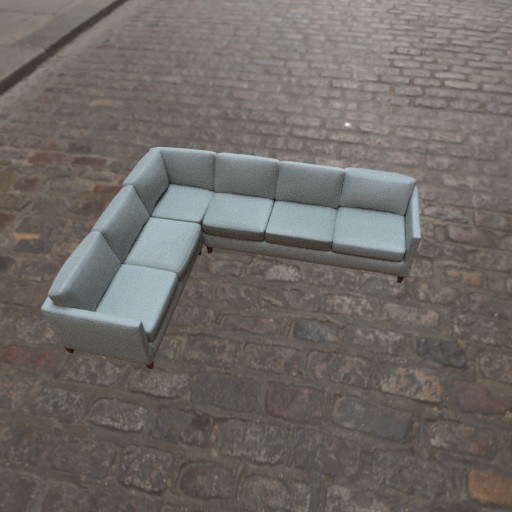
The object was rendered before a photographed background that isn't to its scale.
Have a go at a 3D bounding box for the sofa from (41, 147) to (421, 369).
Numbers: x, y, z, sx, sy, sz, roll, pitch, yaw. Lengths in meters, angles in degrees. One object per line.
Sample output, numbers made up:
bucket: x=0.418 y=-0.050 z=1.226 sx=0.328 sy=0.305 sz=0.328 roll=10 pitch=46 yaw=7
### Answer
sofa: x=0.000 y=0.000 z=4.616 sx=3.301 sy=0.947 sz=2.592 roll=9 pitch=46 yaw=8
